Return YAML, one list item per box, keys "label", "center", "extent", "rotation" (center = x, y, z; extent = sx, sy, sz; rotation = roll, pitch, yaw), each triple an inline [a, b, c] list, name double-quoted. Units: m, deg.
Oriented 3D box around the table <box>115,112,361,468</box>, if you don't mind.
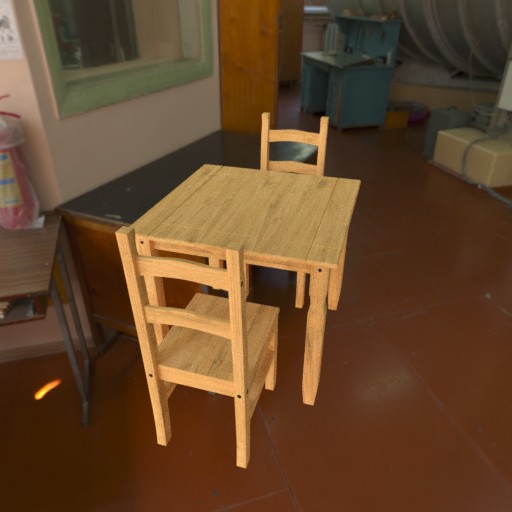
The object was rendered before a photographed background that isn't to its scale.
- label: "table"
  center: [0.000, 0.000, 2.041]
  extent: [0.813, 0.942, 1.501]
  rotation: [9, 32, 14]
